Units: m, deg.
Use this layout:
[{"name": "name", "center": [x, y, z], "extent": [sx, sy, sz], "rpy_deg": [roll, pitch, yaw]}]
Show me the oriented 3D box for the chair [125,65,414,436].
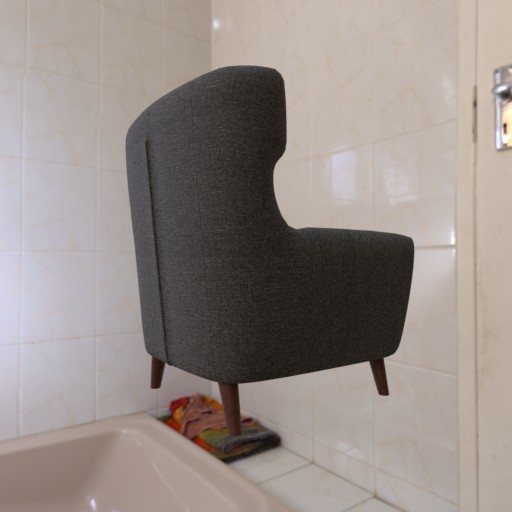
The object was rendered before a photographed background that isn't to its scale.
[{"name": "chair", "center": [0.000, 0.000, 1.728], "extent": [0.904, 1.063, 0.878], "rpy_deg": [1, -1, -35]}]
